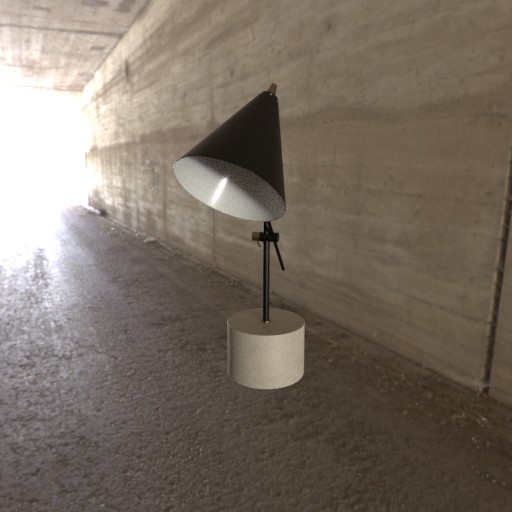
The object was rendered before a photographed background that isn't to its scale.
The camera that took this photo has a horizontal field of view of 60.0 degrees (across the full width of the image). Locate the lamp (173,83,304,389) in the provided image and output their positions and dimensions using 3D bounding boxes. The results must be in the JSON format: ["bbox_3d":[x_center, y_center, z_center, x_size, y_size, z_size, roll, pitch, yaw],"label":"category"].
[{"bbox_3d":[0.000,0.000,0.730,0.214,0.518,0.403,6,14,26],"label":"lamp"}]
